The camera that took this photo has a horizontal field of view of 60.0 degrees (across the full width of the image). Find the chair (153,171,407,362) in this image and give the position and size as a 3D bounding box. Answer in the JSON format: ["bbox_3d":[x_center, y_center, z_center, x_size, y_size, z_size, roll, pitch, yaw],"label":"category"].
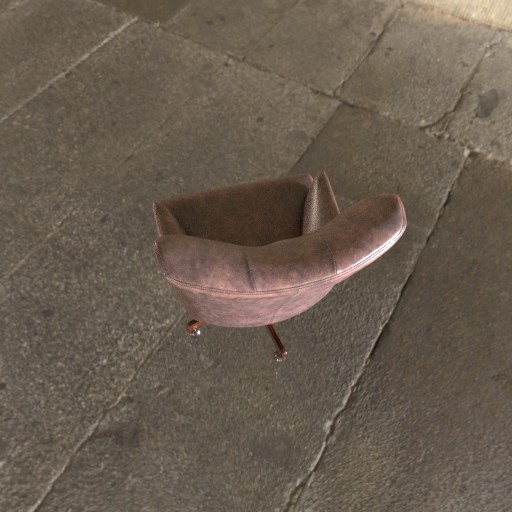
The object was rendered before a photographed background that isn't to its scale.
[{"bbox_3d":[0.000,0.000,1.531,0.641,1.035,0.762,-12,59,-7],"label":"chair"}]
